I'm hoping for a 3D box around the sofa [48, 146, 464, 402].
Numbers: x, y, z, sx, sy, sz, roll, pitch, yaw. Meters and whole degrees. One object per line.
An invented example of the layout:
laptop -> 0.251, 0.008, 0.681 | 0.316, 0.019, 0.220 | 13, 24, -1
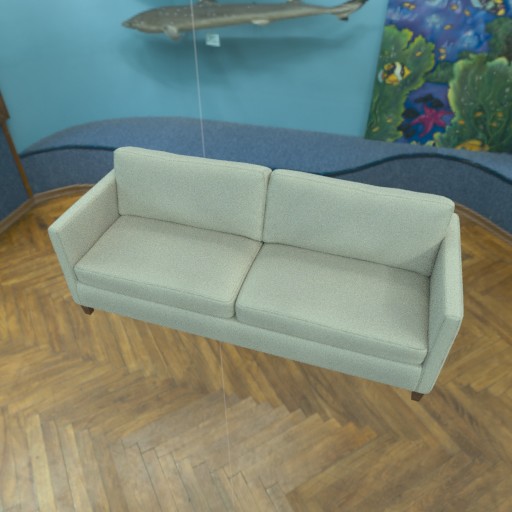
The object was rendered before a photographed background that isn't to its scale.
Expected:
sofa -> 0.000, 0.000, 2.856 | 2.361, 0.968, 0.951 | 12, 42, 13
